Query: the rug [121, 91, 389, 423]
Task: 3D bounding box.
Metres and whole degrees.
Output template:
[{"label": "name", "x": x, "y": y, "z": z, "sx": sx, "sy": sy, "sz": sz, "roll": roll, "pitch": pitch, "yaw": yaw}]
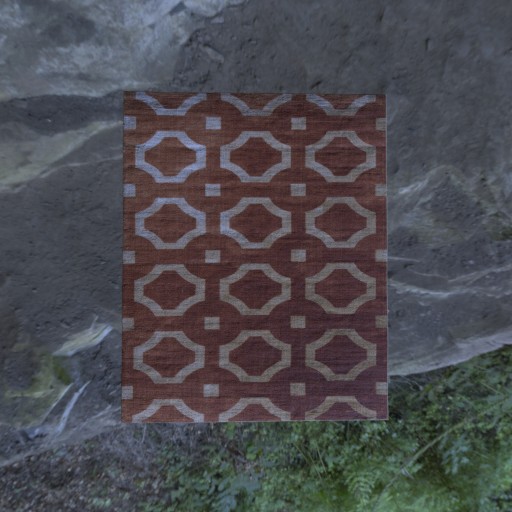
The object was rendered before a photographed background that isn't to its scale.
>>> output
[{"label": "rug", "x": 0.000, "y": 0.000, "z": 4.109, "sx": 2.466, "sy": 0.021, "sz": 3.049, "roll": 0, "pitch": 89, "yaw": -2}]
